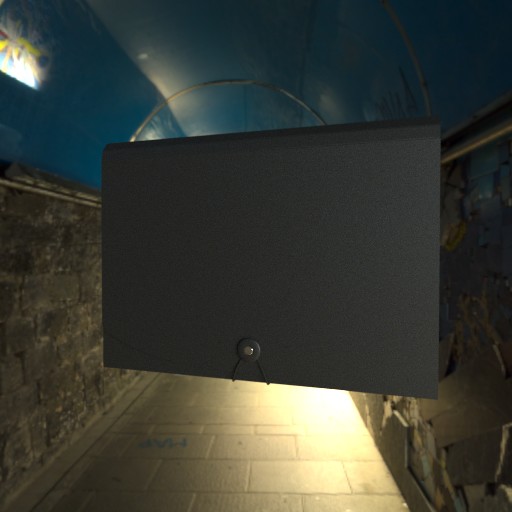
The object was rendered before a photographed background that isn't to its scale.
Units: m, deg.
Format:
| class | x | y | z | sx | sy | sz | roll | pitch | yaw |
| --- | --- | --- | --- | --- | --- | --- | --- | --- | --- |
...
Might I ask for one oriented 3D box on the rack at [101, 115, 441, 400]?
| class | x | y | z | sx | sy | sz | roll | pitch | yaw |
| --- | --- | --- | --- | --- | --- | --- | --- | --- | --- |
| rack | 0.000 | 0.000 | 0.434 | 0.330 | 0.241 | 0.041 | 0 | 1 | 18 |
